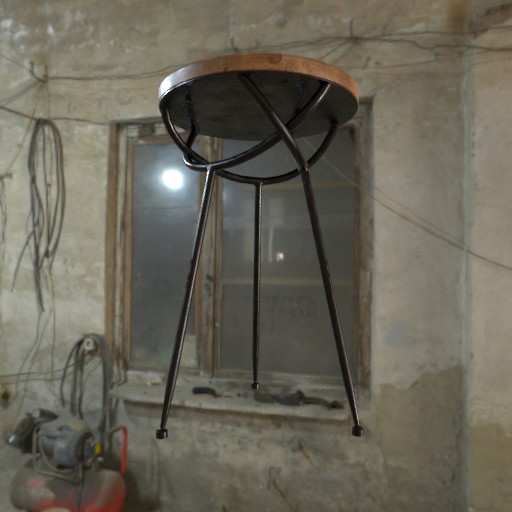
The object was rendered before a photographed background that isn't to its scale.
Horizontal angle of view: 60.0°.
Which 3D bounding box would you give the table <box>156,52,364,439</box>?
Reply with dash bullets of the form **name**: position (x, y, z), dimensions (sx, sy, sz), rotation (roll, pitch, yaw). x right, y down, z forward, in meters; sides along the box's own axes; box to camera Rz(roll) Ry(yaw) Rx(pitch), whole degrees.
- **table**: position (0.000, 0.000, 0.925), dimensions (0.418, 0.664, 0.414), rotation (0, -1, -19)
